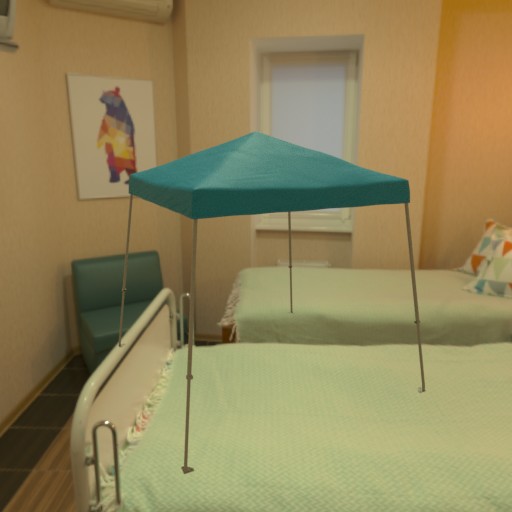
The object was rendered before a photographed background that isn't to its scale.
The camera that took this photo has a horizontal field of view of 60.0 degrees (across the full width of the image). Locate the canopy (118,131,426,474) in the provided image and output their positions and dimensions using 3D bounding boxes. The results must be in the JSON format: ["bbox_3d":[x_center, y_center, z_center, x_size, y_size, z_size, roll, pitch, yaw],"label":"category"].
[{"bbox_3d":[0.000,0.000,6.647,3.599,3.600,3.600,-7,15,-27],"label":"canopy"}]
